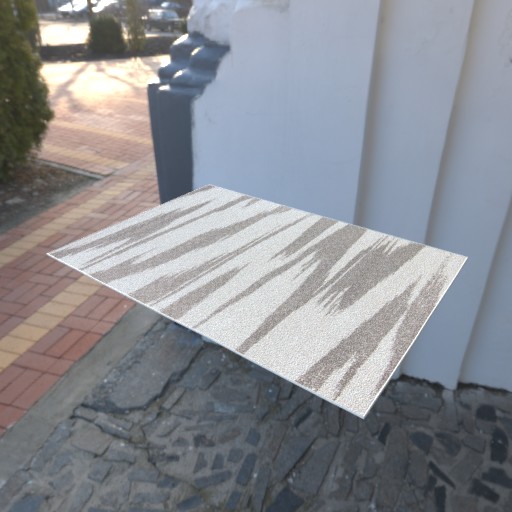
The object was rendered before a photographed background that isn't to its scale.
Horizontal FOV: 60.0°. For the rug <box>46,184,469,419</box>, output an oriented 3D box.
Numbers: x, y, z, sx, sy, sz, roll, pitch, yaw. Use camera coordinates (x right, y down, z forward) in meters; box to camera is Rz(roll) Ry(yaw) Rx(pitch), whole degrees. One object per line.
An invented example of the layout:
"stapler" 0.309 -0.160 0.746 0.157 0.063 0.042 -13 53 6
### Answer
"rug" 0.000 0.000 2.752 2.142 0.010 1.533 20 35 31
